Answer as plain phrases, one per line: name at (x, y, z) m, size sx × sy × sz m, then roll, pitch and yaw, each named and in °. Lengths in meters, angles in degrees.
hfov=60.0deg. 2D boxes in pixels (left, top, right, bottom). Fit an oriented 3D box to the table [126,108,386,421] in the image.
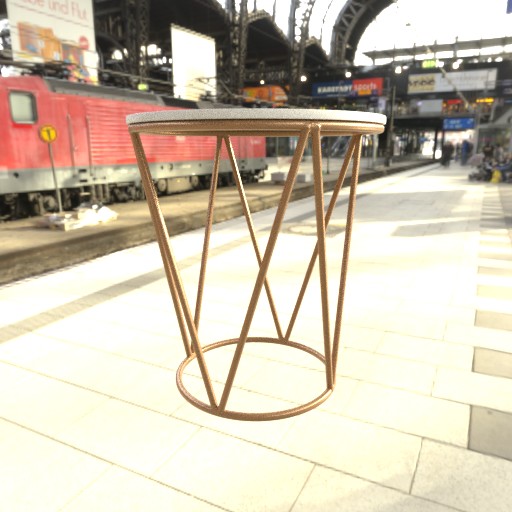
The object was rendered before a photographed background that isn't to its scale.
table at (0.000, 0.000, 0.952) m, size 0.500 × 0.564 × 0.500 m, roll 0°, pitch 14°, yaw 0°
